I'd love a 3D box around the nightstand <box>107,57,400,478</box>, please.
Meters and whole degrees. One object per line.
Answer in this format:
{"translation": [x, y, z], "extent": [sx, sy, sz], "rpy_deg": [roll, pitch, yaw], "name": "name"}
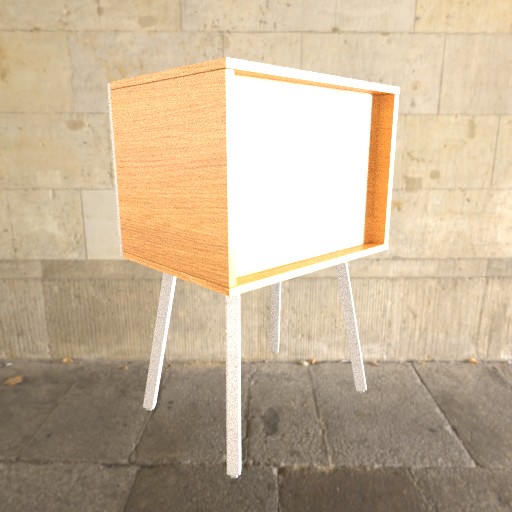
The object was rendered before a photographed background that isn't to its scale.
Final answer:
{"translation": [0.000, 0.000, 0.831], "extent": [0.400, 0.601, 0.316], "rpy_deg": [-13, 19, -42], "name": "nightstand"}
